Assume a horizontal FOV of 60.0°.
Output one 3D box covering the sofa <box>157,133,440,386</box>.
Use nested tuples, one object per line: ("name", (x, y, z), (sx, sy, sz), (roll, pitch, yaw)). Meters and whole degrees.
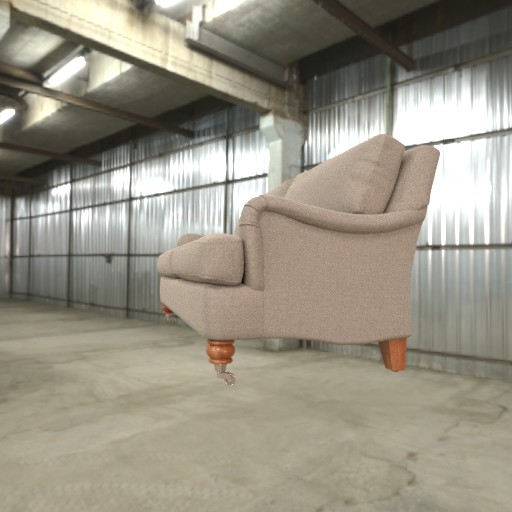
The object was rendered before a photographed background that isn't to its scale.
("sofa", (0.000, 0.000, 2.789), (1.087, 1.054, 2.160), (0, -2, -17))
